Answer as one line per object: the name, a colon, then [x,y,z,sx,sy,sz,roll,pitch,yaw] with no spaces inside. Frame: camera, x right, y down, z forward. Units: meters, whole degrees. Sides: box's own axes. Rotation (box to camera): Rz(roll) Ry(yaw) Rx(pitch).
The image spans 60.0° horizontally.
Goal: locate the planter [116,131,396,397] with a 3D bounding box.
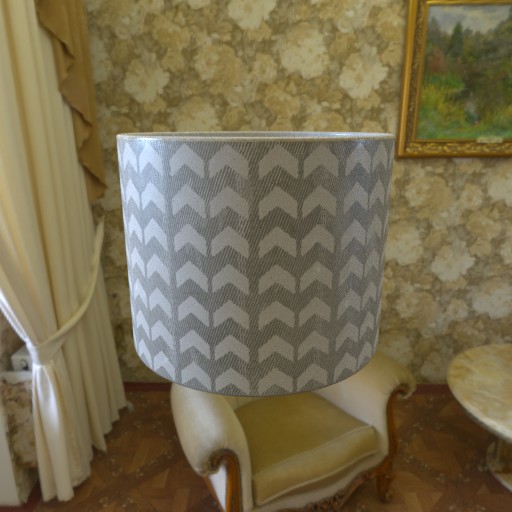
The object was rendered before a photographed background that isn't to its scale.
planter: [0.000,0.000,0.448,0.250,0.239,0.250,0,17,0]
